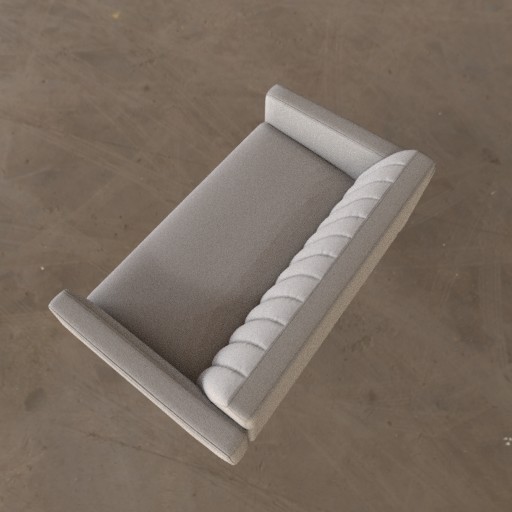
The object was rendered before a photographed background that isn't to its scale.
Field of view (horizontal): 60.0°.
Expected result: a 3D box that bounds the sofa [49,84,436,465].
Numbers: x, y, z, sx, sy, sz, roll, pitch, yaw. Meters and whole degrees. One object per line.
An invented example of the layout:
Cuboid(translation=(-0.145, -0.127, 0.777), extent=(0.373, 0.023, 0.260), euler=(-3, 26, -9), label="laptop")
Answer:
Cuboid(translation=(0.000, 0.000, 2.125), extent=(0.950, 0.801, 1.585), euler=(34, 67, 16), label="sofa")
